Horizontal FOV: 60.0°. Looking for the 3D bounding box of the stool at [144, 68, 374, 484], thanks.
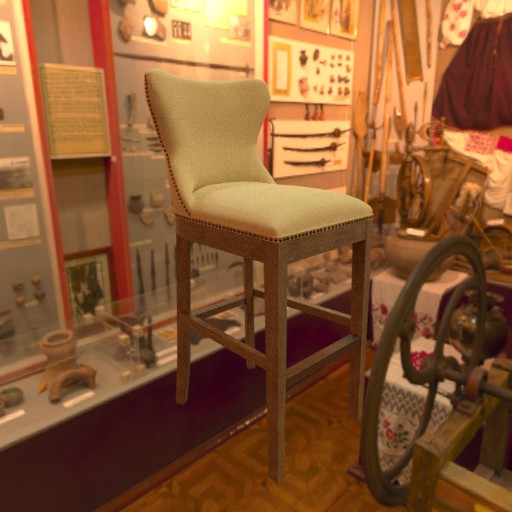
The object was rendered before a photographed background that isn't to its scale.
[{"bbox_3d":[0.000,0.000,1.430,0.494,1.123,0.606,-15,22,-42],"label":"stool"}]
